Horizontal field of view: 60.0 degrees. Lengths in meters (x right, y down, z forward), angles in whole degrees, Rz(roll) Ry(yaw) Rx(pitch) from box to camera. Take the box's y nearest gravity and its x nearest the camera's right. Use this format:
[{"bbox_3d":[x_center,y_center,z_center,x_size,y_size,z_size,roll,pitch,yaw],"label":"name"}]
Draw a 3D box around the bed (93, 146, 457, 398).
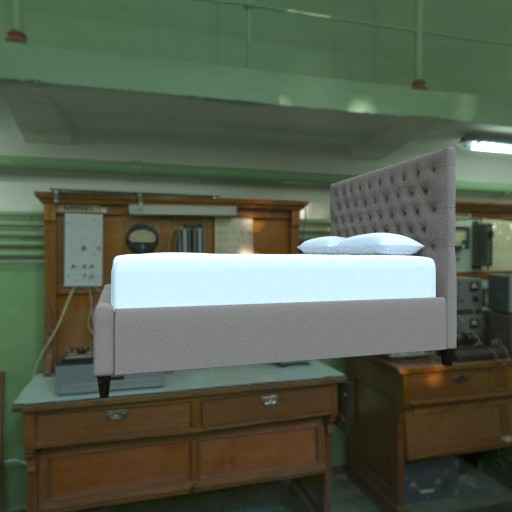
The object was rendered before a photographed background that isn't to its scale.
[{"bbox_3d":[0.000,0.000,3.342,2.233,1.426,1.696,0,1,-17],"label":"bed"}]
